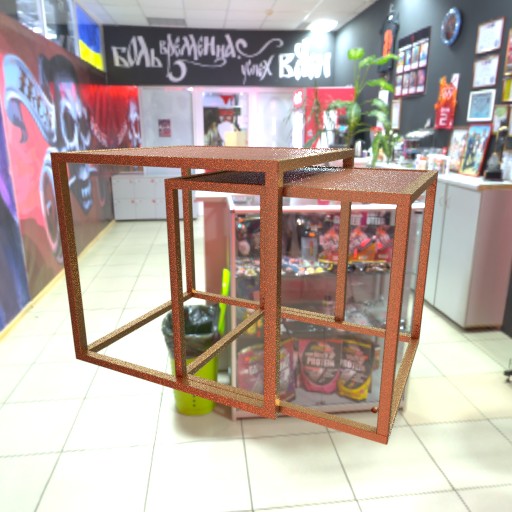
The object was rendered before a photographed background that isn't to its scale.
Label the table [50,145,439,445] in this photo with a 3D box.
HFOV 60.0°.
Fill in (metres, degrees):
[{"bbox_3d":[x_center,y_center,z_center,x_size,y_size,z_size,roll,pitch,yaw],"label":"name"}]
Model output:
[{"bbox_3d":[0.000,0.000,1.096,0.762,0.505,0.505,8,18,25],"label":"table"}]
